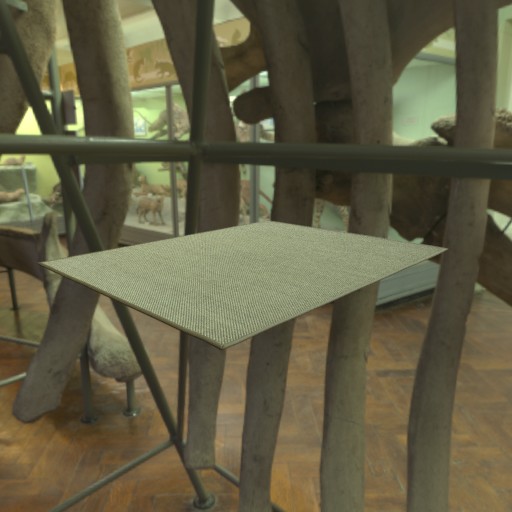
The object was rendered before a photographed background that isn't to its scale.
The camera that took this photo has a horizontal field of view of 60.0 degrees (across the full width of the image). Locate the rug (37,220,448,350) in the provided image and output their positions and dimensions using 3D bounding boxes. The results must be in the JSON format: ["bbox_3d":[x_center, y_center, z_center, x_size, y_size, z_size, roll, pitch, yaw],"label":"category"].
[{"bbox_3d":[0.000,0.000,4.113,2.413,0.020,3.041,13,19,42],"label":"rug"}]
